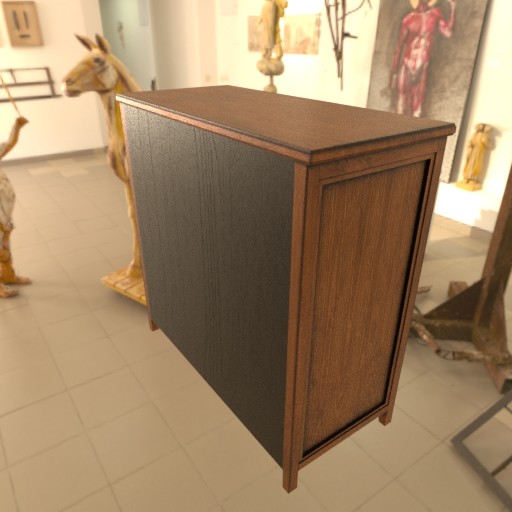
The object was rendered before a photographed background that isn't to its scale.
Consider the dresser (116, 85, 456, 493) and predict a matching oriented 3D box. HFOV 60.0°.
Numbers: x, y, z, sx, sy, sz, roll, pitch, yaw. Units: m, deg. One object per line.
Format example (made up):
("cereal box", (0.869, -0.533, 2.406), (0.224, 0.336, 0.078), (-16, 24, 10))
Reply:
("dresser", (0.000, 0.000, 1.880), (0.591, 1.224, 1.250), (-18, 32, -31))
